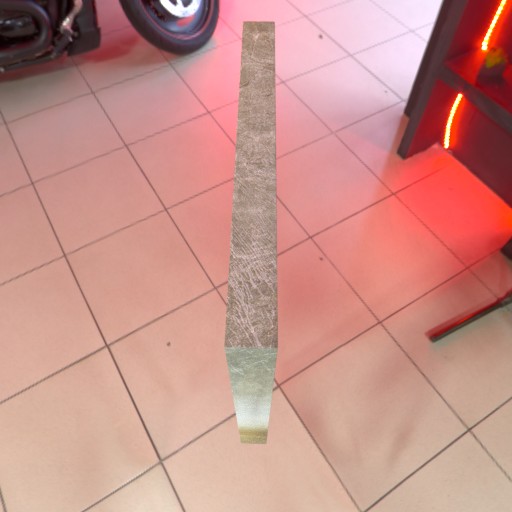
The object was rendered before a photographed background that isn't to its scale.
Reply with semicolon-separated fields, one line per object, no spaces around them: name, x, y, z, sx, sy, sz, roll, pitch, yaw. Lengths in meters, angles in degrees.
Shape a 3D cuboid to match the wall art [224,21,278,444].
wall art;0.000;0.000;0.594;0.038;0.407;0.405;1;58;1
